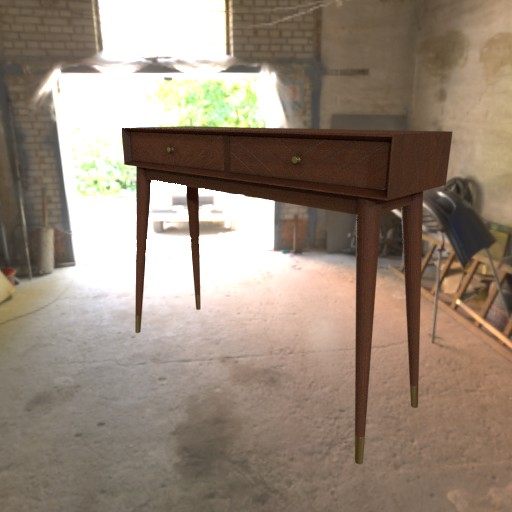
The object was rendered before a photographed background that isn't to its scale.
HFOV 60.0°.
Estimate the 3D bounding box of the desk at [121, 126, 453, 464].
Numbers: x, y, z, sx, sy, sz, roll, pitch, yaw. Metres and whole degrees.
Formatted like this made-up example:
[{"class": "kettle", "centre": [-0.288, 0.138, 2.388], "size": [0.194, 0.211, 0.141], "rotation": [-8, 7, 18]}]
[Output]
[{"class": "desk", "centre": [0.000, 0.000, 1.664], "size": [1.204, 0.917, 0.384], "rotation": [16, 23, 41]}]
